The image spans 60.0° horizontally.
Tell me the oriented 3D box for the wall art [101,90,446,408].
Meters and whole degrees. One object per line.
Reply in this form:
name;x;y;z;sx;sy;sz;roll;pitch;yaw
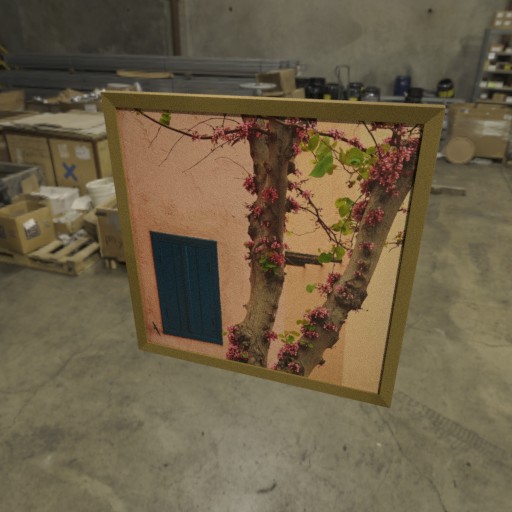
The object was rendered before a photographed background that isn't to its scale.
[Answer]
wall art;0.000;0.000;1.126;0.762;0.762;0.038;9;28;17
